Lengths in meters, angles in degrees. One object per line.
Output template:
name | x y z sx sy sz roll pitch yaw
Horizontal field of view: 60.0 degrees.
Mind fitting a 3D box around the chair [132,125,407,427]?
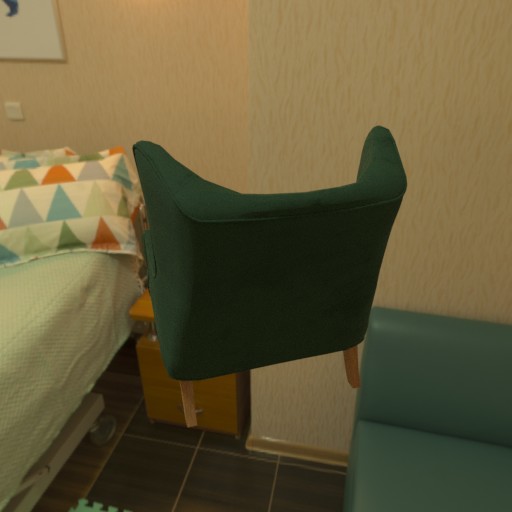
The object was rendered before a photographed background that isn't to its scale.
chair | 0.000 0.000 1.641 0.793 0.952 0.910 -8 28 -15
